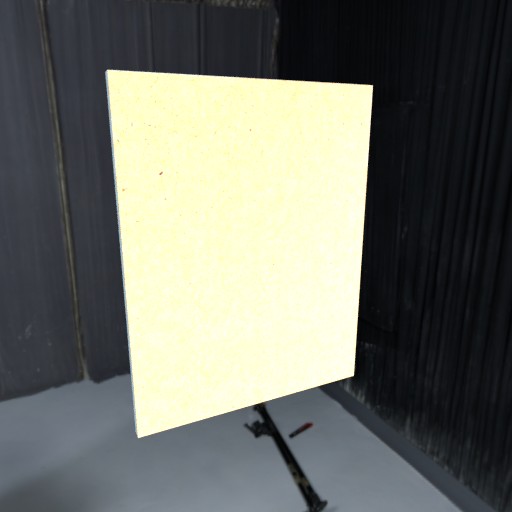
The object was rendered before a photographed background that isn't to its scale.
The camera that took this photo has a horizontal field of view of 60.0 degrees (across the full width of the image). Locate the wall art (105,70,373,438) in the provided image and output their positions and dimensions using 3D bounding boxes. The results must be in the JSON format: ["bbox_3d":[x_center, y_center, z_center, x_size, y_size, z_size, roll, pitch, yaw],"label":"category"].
[{"bbox_3d":[0.000,0.000,0.824,0.481,0.613,0.020,-7,17,-25],"label":"wall art"}]
